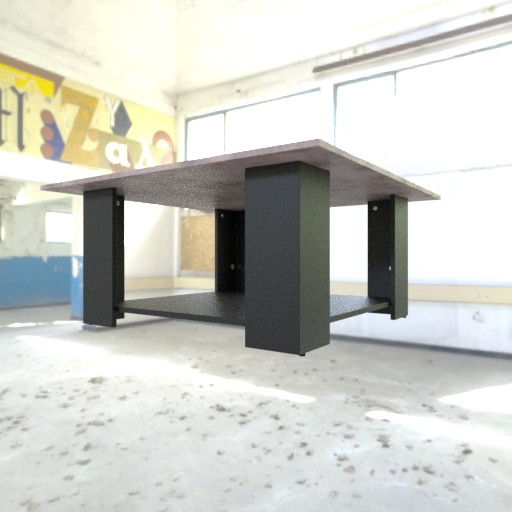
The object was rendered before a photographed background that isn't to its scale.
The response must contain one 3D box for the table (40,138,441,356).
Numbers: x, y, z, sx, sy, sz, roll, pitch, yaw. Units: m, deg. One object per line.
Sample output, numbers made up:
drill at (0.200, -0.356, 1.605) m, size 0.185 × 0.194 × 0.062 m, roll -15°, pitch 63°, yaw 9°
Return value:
table at (0.000, 0.000, 1.039) m, size 0.670 × 0.305 × 0.670 m, roll 0°, pitch 0°, yaw 35°
